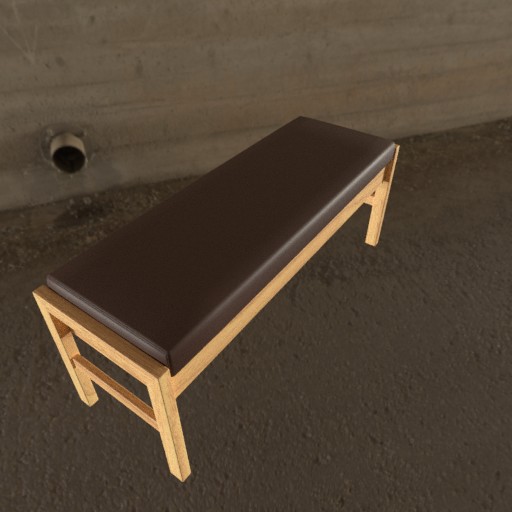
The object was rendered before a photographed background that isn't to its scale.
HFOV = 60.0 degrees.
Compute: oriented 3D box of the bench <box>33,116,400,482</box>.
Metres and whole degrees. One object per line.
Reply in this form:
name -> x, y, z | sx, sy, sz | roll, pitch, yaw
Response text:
bench -> 0.000, 0.000, 1.431 | 0.405, 0.480, 1.200 | 25, 46, 26
